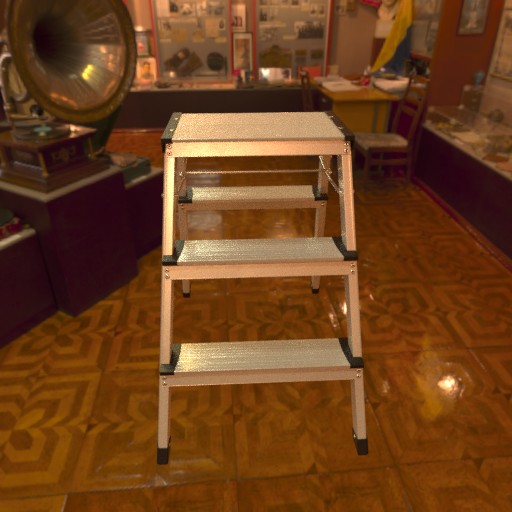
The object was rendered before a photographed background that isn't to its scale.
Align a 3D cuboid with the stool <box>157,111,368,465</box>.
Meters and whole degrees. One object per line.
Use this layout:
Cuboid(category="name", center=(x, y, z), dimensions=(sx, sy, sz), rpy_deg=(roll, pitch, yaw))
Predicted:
Cuboid(category="stool", center=(0.000, 0.000, 1.022), dimensions=(0.437, 0.605, 0.622), rpy_deg=(-1, 30, -3))
